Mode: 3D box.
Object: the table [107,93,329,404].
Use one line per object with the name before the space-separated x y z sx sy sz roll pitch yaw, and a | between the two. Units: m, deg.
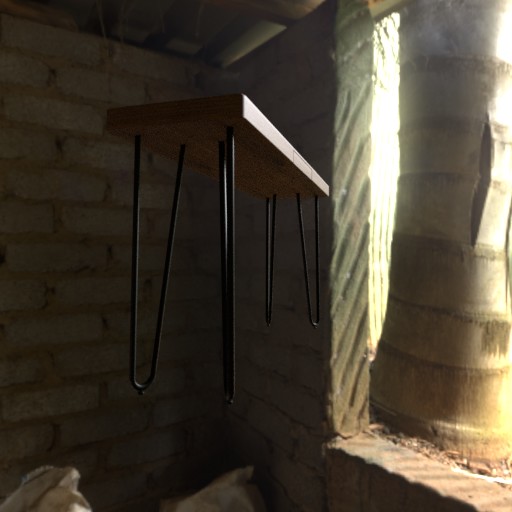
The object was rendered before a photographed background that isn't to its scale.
table | 0.000 0.000 1.951 0.425 0.834 1.570 0 0 17
